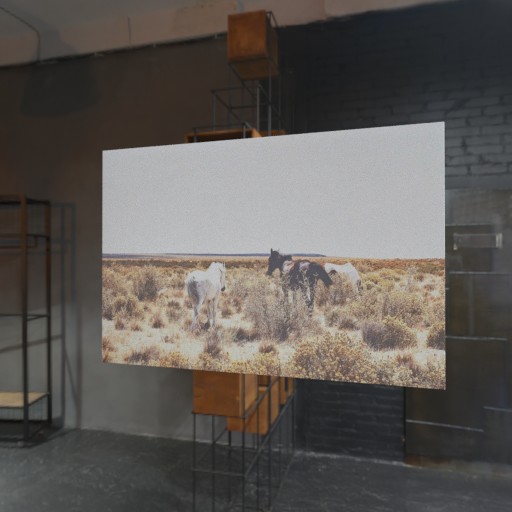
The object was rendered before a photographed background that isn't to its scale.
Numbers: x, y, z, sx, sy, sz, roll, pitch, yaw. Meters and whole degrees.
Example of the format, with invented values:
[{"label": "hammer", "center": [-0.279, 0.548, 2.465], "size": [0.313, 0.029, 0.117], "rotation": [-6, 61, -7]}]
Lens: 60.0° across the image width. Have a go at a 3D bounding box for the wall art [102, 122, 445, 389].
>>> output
[{"label": "wall art", "center": [0.000, 0.000, 1.166], "size": [0.914, 0.610, 0.050], "rotation": [0, -1, 17]}]
